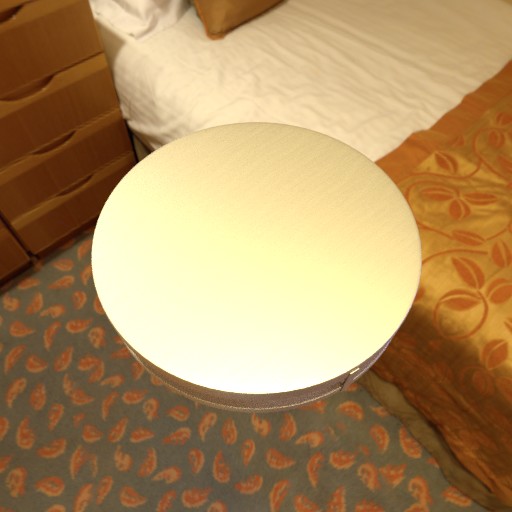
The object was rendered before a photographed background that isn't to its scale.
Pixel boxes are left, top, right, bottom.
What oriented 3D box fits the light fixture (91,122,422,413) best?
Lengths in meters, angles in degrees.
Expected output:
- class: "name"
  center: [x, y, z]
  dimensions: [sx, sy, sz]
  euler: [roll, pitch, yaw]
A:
- class: "light fixture"
  center: [0.000, 0.000, 0.525]
  dimensions: [0.356, 0.102, 0.356]
  euler: [0, 57, 0]
